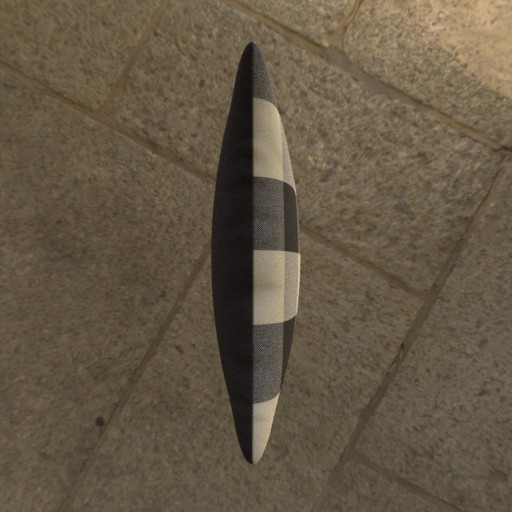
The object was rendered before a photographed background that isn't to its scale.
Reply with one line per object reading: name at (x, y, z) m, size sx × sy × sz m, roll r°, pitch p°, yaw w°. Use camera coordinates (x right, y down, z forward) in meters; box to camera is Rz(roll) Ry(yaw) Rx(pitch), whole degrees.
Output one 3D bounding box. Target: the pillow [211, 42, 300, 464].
pillow at (0.000, 0.000, 0.784) m, size 0.161 × 0.509 × 0.511 m, roll 0°, pitch 88°, yaw 1°
